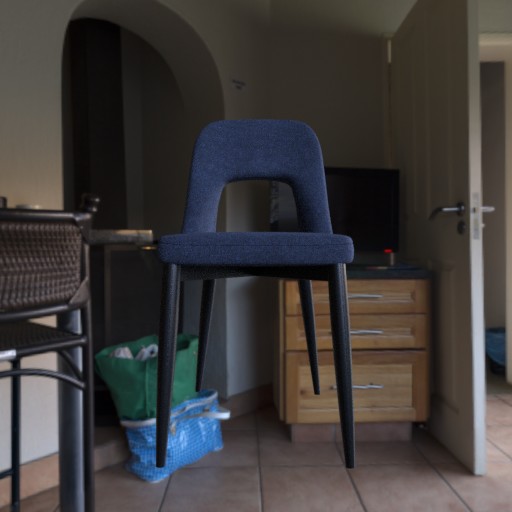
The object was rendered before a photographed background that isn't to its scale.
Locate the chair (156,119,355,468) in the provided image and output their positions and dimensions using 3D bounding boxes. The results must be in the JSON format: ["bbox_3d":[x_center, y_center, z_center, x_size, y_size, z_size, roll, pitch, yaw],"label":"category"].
[{"bbox_3d":[0.000,0.000,1.258,0.470,0.931,0.612,0,1,1],"label":"chair"}]
